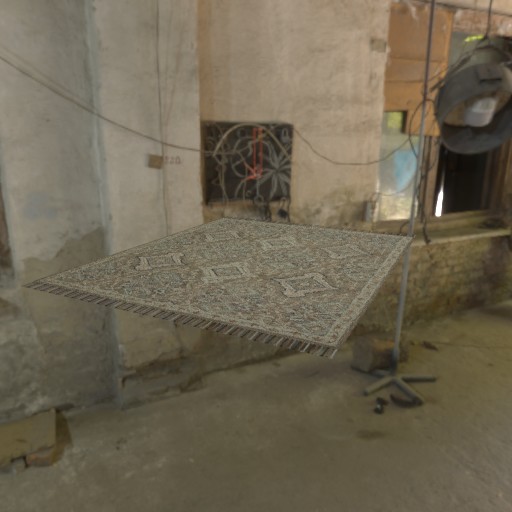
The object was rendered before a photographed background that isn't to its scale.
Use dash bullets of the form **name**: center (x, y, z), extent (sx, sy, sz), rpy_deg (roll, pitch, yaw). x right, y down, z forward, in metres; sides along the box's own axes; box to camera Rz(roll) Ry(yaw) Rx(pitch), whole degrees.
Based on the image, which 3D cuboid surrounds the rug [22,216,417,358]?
- **rug**: center (0.000, 0.000, 4.120), extent (2.437, 0.010, 3.056), rpy_deg (8, 18, 26)
